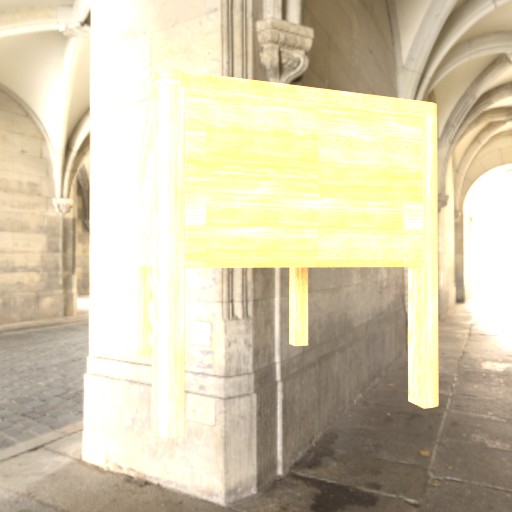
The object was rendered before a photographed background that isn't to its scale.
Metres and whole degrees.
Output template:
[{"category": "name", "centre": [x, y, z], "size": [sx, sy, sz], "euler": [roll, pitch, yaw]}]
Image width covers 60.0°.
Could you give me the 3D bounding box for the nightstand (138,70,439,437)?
[{"category": "nightstand", "centre": [0.000, 0.000, 0.893], "size": [0.440, 0.470, 0.560], "euler": [0, -1, -17]}]
